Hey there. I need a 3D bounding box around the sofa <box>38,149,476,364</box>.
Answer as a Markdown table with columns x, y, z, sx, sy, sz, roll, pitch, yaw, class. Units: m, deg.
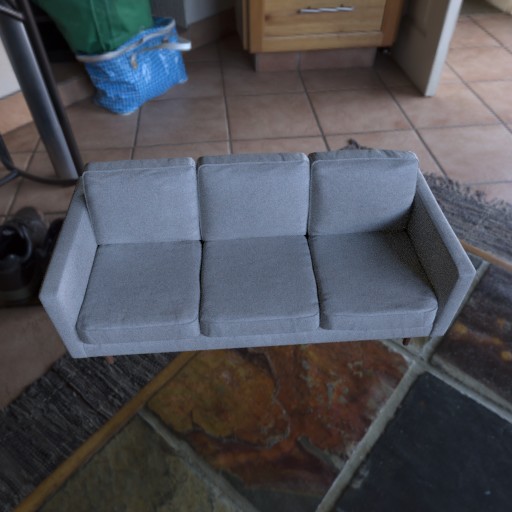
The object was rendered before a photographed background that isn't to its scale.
| x | y | z | sx | sy | sz | roll | pitch | yaw | class |
| --- | --- | --- | --- | --- | --- | --- | --- | --- | --- |
| 0.000 | 0.000 | 2.454 | 1.983 | 0.918 | 0.944 | -3 | 46 | -3 | sofa |
